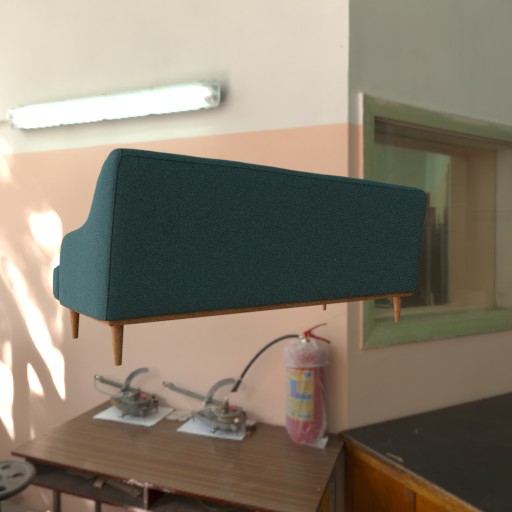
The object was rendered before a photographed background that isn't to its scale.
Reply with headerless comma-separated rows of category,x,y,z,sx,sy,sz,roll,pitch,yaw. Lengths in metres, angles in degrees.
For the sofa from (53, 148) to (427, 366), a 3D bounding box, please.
sofa,0.000,0.000,2.607,2.057,0.871,0.978,-1,1,-36
